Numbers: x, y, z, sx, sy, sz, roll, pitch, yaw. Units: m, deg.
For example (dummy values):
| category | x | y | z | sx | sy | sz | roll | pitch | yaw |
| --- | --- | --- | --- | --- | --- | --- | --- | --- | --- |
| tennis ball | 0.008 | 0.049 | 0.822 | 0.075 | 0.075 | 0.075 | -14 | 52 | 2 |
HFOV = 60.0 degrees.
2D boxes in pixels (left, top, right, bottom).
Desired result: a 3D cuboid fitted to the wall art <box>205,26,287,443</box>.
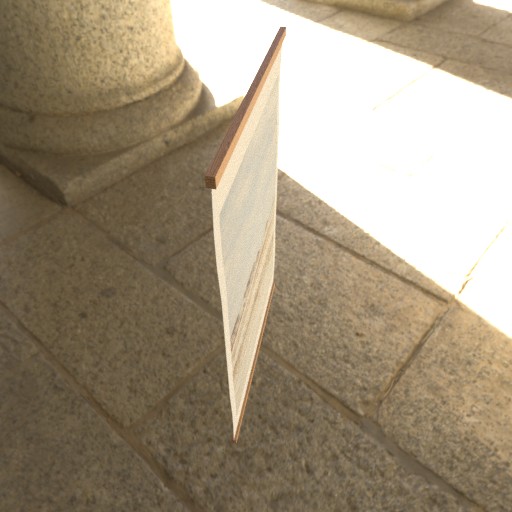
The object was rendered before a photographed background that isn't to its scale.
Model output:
| category | x | y | z | sx | sy | sz | roll | pitch | yaw |
| --- | --- | --- | --- | --- | --- | --- | --- | --- | --- |
| wall art | 0.000 | 0.000 | 1.904 | 0.025 | 1.521 | 1.011 | 9 | 46 | 8 |
